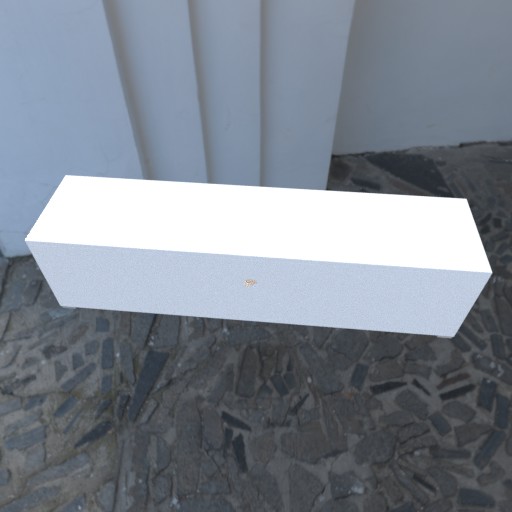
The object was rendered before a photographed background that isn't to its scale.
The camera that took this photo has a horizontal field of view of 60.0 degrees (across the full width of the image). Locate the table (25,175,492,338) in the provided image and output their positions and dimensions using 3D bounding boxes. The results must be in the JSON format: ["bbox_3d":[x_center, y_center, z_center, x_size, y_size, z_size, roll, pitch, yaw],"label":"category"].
[{"bbox_3d":[0.000,0.000,1.843,1.650,0.420,0.390,4,48,4],"label":"table"}]
